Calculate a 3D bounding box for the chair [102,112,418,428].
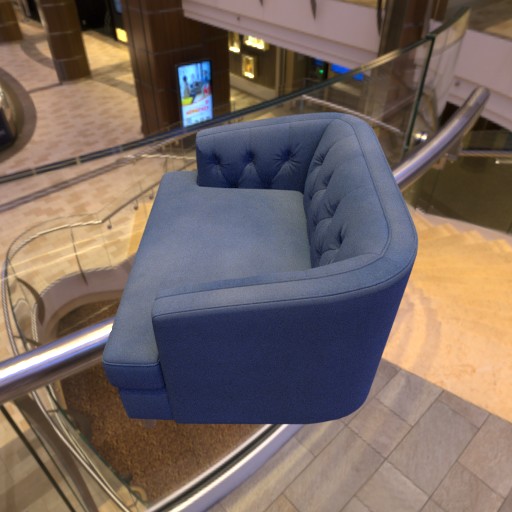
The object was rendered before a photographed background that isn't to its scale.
[{"bbox_3d":[0.000,0.000,1.741,0.914,0.787,1.118,0,41,1],"label":"chair"}]
